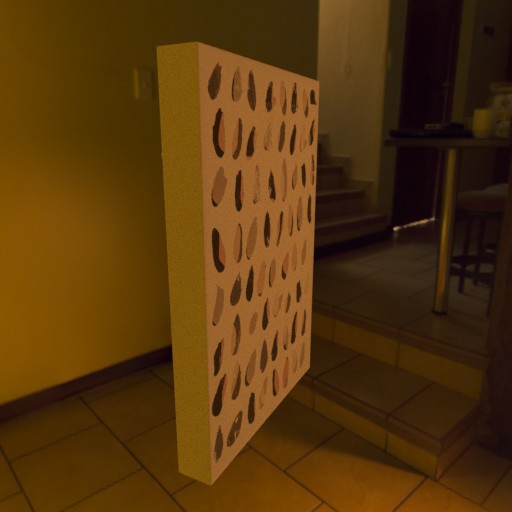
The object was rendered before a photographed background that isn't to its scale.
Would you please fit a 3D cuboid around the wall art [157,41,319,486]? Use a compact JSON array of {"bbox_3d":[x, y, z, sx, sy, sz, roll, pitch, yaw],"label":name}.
[{"bbox_3d":[0.000,0.000,0.483,0.039,0.381,0.252,8,17,27],"label":"wall art"}]
